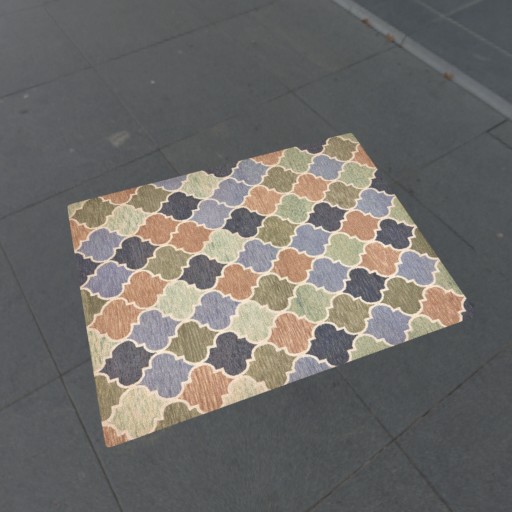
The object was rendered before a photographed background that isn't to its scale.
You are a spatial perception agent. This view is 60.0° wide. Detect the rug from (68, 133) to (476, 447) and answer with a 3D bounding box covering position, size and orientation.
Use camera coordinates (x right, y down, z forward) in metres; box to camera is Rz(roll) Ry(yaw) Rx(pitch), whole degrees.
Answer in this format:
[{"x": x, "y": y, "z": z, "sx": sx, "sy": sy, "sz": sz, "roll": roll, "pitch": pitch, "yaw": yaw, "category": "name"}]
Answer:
[{"x": 0.000, "y": 0.000, "z": 4.167, "sx": 3.200, "sy": 0.013, "sz": 2.439, "roll": -17, "pitch": 59, "yaw": -11, "category": "rug"}]
